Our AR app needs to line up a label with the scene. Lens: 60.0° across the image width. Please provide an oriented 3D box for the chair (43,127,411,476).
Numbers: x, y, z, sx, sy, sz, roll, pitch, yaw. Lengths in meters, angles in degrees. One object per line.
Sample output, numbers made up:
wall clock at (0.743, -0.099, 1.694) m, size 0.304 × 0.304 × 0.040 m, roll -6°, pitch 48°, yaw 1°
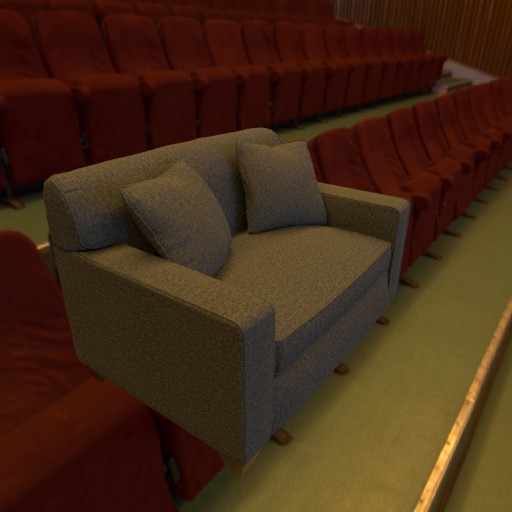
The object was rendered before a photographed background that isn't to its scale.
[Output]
chair at (0.000, 0.000, 2.036) m, size 1.000 × 0.948 × 1.383 m, roll 18°, pitch 31°, yaw 32°
